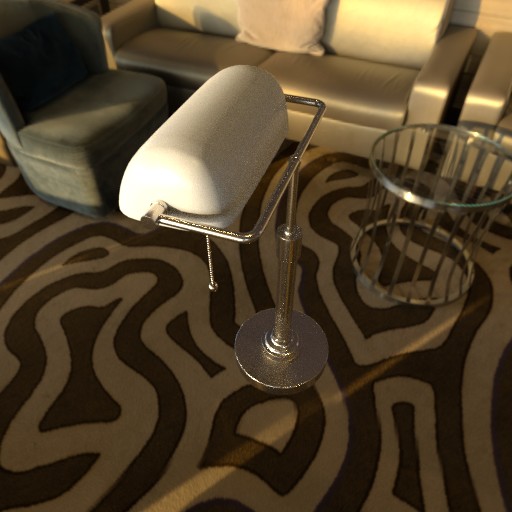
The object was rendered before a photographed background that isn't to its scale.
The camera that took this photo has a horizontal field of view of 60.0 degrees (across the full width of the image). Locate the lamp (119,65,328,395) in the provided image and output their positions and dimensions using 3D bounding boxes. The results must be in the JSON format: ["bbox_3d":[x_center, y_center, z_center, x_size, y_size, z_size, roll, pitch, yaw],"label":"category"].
[{"bbox_3d":[0.000,0.000,0.561,0.227,0.404,0.269,14,47,14],"label":"lamp"}]
